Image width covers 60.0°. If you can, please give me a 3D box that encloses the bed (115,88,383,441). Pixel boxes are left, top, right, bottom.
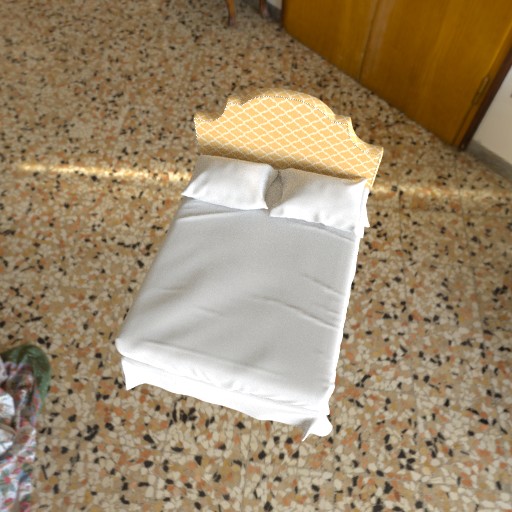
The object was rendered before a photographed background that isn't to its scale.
[{"bbox_3d":[0.000,0.000,3.470,1.780,1.633,2.222,13,59,8],"label":"bed"}]
